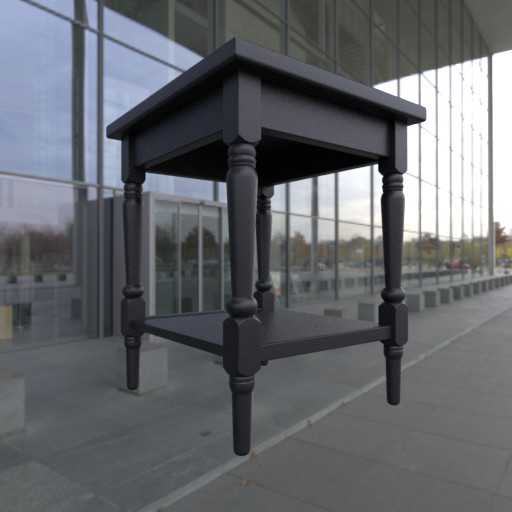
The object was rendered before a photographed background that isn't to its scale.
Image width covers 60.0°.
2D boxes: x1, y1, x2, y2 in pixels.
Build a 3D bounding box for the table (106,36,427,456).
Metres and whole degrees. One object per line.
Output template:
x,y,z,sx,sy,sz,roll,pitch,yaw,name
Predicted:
0.000,0.000,0.895,0.442,0.565,0.488,0,-1,-38,table
